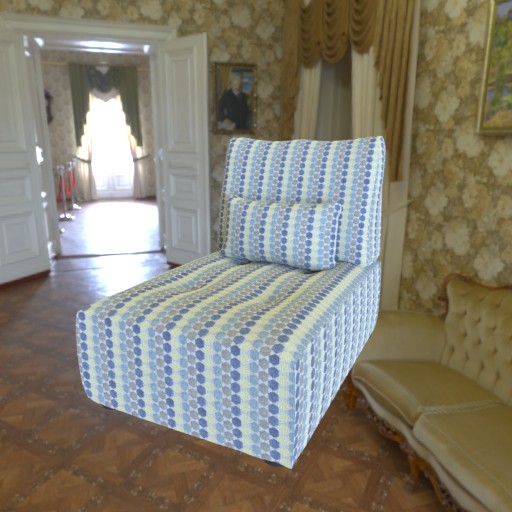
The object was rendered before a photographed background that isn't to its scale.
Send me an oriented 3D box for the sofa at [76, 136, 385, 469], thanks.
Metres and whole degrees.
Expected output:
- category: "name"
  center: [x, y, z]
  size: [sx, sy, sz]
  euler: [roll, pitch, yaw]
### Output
- category: "sofa"
  center: [0.000, 0.000, 1.555]
  size: [0.700, 0.820, 1.000]
  euler: [7, 16, 25]
